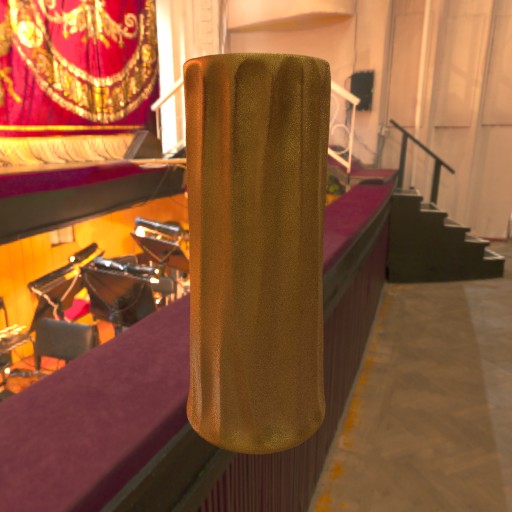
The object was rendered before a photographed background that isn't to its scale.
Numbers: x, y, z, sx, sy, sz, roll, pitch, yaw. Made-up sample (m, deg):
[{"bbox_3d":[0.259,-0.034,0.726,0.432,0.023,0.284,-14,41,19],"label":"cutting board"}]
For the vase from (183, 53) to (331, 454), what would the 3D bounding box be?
[{"bbox_3d":[0.000,0.000,0.178,0.061,0.143,0.061,0,16,0],"label":"vase"}]
